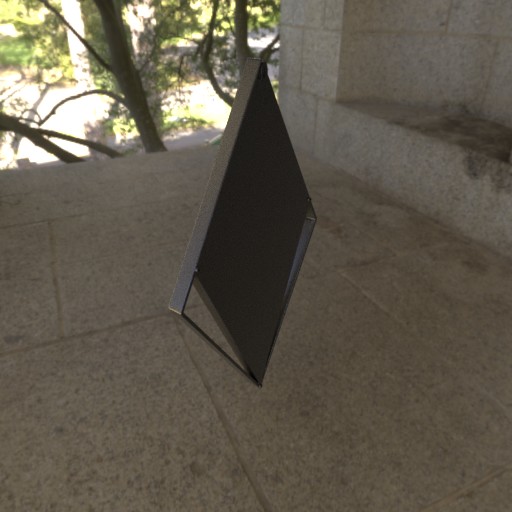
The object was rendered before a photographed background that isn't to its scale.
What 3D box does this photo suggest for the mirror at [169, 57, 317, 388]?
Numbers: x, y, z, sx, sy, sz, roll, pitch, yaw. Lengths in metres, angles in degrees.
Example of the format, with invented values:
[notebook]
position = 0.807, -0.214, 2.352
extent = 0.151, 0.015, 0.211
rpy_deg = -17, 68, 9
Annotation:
[mirror]
position = 0.000, 0.000, 0.829
extent = 0.032, 0.679, 0.419
rpy_deg = 20, 36, 31
